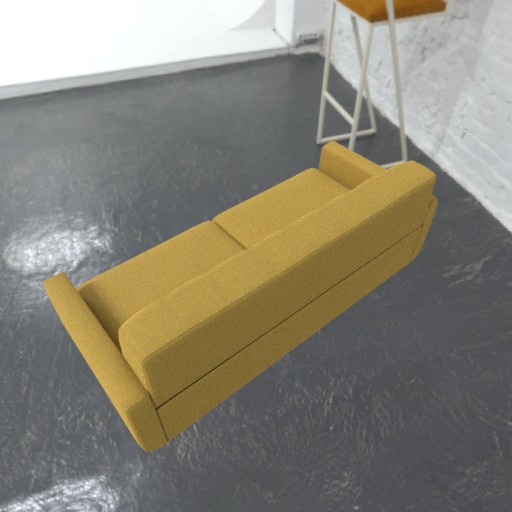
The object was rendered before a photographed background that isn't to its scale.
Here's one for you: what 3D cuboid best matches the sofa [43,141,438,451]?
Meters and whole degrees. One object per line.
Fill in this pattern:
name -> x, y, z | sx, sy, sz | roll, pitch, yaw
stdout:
sofa -> 0.000, 0.000, 2.484 | 2.029, 0.841, 0.909 | -30, 53, -26
